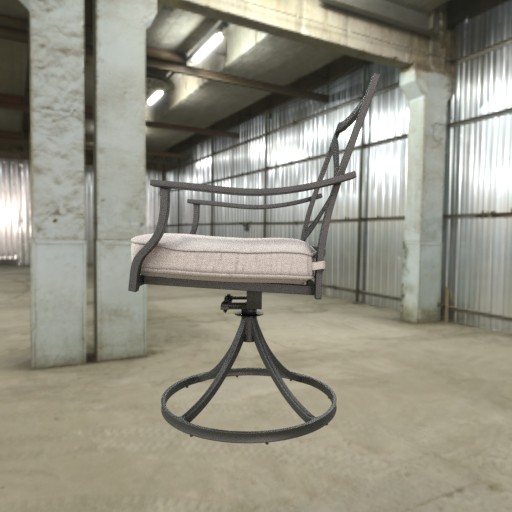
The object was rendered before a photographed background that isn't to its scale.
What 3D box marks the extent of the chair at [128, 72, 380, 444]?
[{"bbox_3d":[0.000,0.000,1.308,0.620,0.889,0.575,0,3,0],"label":"chair"}]
